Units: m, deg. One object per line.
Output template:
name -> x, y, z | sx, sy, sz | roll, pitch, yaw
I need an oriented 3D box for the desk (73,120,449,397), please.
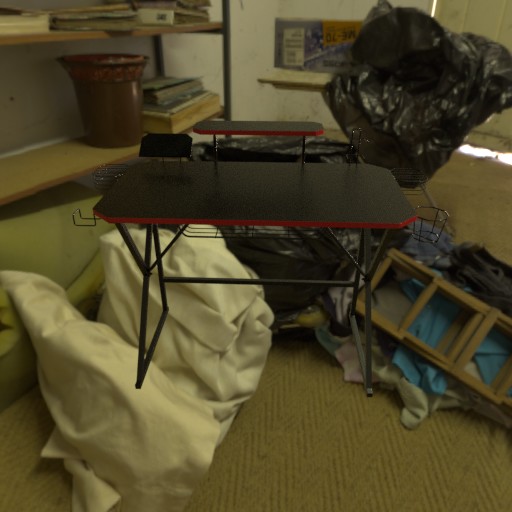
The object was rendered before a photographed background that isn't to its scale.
desk -> 0.000, 0.000, 1.742 | 1.280, 0.913, 0.588 | 1, 30, 2
